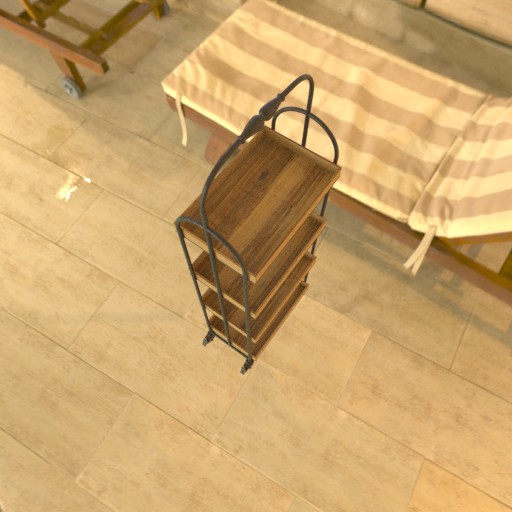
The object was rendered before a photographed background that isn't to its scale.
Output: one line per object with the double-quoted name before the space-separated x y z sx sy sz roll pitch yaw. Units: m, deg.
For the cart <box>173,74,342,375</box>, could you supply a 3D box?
"cart" 0.000 0.000 1.724 0.308 1.481 0.581 33 68 15
